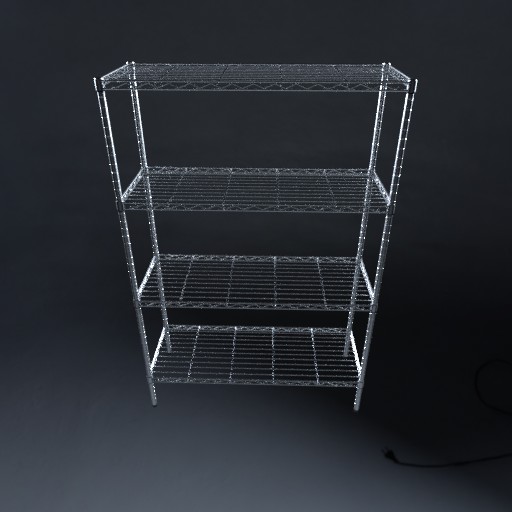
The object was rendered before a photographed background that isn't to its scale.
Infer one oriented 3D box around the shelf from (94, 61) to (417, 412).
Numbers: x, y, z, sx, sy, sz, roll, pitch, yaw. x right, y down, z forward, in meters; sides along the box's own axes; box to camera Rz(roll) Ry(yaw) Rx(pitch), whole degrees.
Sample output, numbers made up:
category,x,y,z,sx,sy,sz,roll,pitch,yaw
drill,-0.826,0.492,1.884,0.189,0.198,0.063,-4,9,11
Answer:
category,x,y,z,sx,sy,sz,roll,pitch,yaw
shelf,0.000,0.000,1.734,0.907,1.360,0.352,1,31,2
